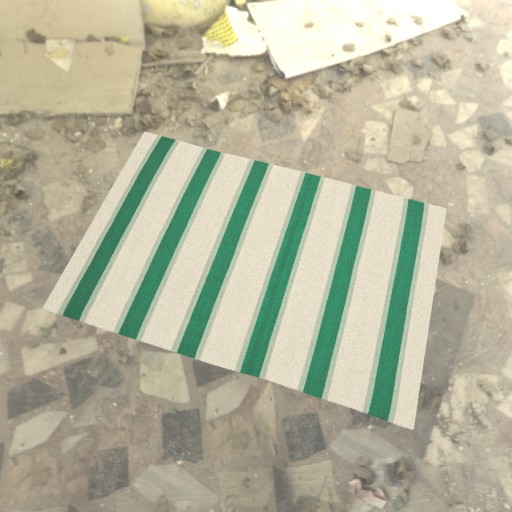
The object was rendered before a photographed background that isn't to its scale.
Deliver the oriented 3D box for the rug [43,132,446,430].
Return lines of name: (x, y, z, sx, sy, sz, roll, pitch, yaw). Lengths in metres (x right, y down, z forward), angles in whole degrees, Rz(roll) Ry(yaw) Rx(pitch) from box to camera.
rug: (0.000, 0.000, 2.325, 1.829, 0.012, 1.210, 16, 64, 8)
